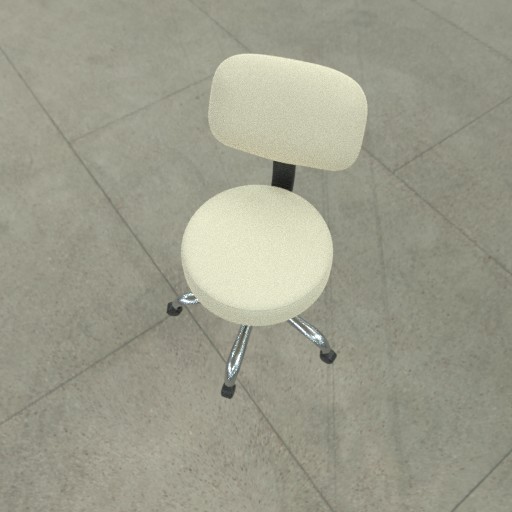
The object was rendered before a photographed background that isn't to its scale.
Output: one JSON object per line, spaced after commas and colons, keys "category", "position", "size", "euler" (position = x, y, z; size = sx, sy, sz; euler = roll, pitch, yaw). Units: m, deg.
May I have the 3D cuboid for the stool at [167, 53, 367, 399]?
{"category": "stool", "position": [0.000, 0.000, 1.223], "size": [0.609, 0.810, 0.616], "euler": [16, 60, 9]}
